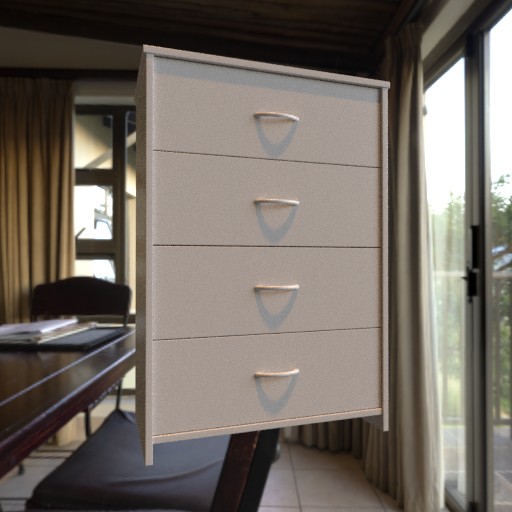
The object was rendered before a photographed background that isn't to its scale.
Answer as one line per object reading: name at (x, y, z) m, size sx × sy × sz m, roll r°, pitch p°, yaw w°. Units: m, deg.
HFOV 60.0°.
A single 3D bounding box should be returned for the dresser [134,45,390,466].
dresser at (0.000, 0.000, 1.360) m, size 0.704 × 1.021 × 0.401 m, roll 0°, pitch -1°, yaw -19°
